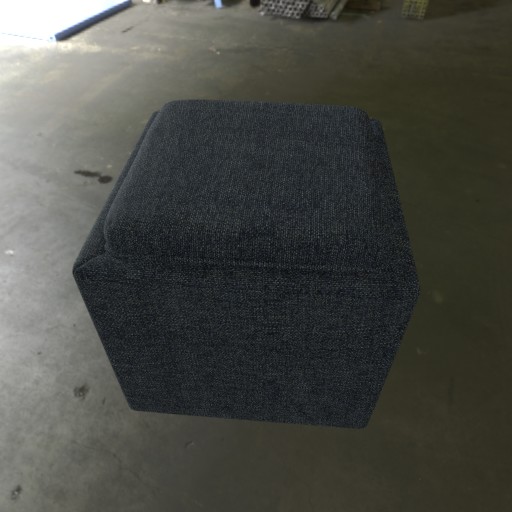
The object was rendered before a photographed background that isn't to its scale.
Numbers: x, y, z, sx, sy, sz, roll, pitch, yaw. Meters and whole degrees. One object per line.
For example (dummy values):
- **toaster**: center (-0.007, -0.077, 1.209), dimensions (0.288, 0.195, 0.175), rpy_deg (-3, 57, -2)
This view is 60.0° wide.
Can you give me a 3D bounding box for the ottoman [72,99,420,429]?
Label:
- **ottoman**: center (0.000, 0.000, 0.831), dimensions (0.450, 0.460, 0.450), rpy_deg (3, 45, 3)
